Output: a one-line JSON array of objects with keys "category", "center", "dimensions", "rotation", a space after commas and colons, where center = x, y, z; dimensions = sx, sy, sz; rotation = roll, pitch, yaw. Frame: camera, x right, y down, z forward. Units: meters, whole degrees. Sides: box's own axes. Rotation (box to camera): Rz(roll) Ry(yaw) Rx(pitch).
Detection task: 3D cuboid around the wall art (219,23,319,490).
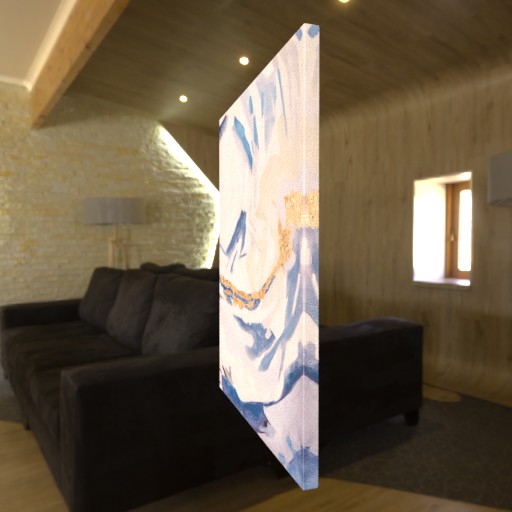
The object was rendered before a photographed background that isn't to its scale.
[{"category": "wall art", "center": [0.000, 0.000, 1.325], "dimensions": [0.038, 1.015, 0.761], "rotation": [0, 1, -19]}]
